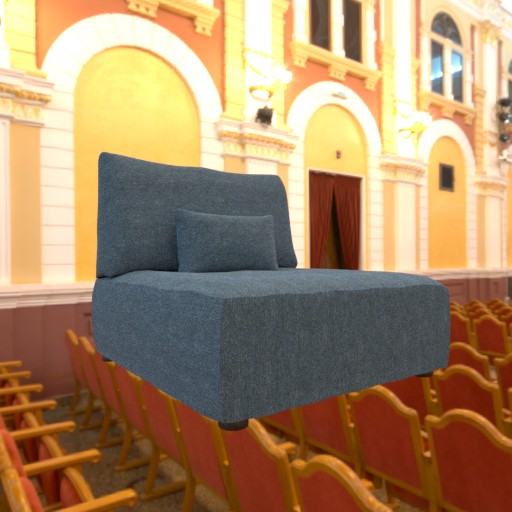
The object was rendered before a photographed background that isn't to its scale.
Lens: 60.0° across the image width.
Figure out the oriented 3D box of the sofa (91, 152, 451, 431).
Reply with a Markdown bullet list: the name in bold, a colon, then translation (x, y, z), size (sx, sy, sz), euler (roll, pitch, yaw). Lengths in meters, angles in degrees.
- **sofa**: translation (0.000, 0.000, 1.654), size (0.930, 0.820, 1.000), euler (0, 0, -36)
